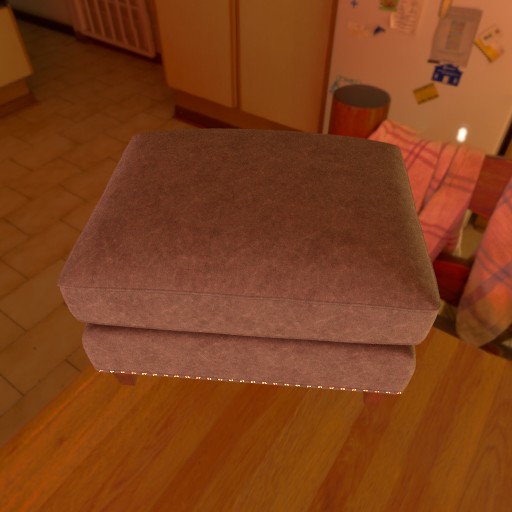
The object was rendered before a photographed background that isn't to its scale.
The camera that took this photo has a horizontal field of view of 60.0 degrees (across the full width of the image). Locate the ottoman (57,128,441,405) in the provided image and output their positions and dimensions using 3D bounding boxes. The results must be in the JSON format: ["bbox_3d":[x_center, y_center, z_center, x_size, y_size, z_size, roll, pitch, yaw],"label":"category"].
[{"bbox_3d":[0.000,0.000,1.150,0.741,0.513,0.584,3,46,3],"label":"ottoman"}]
